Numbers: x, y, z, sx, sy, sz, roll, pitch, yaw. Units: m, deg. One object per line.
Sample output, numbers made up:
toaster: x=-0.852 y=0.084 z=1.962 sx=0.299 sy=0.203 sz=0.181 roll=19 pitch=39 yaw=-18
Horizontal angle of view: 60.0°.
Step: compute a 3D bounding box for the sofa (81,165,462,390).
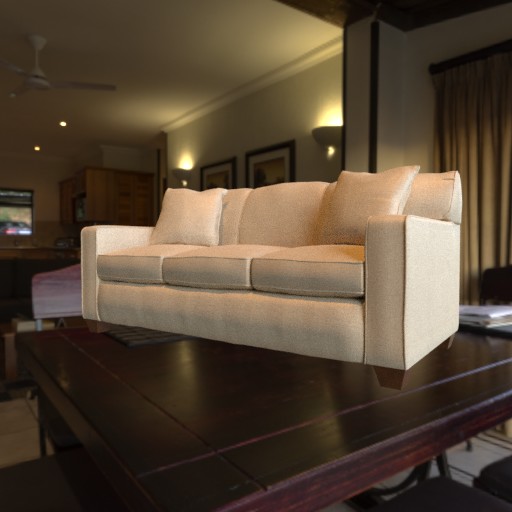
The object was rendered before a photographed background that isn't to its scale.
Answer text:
sofa: x=0.000 y=0.000 z=2.547 sx=2.024 sy=0.958 sz=0.997 roll=1 pitch=2 yaw=35
